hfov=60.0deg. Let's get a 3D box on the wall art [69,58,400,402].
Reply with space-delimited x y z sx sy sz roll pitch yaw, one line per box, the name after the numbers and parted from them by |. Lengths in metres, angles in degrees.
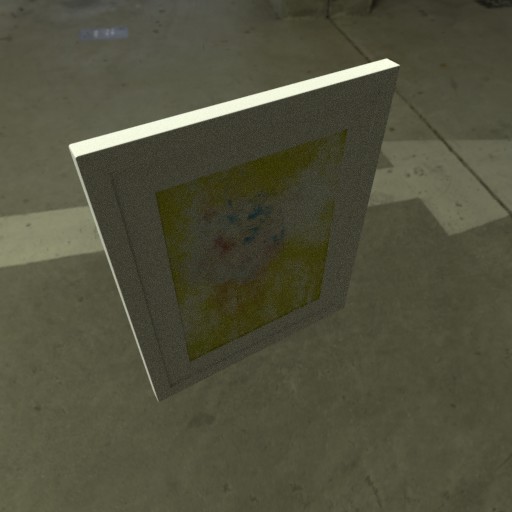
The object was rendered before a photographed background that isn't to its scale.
0.000 0.000 0.748 0.454 0.556 0.028 -23 50 -21 | wall art
